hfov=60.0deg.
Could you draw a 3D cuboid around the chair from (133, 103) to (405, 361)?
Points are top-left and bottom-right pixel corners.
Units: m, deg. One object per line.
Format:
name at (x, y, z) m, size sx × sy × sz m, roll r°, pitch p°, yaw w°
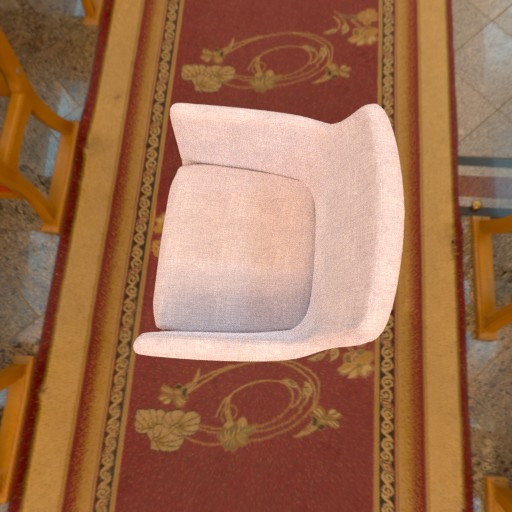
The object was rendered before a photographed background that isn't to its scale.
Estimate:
chair at (0.000, 0.000, 1.171) m, size 0.540 × 0.780 × 0.570 m, roll 5°, pitch 75°, yaw 1°
